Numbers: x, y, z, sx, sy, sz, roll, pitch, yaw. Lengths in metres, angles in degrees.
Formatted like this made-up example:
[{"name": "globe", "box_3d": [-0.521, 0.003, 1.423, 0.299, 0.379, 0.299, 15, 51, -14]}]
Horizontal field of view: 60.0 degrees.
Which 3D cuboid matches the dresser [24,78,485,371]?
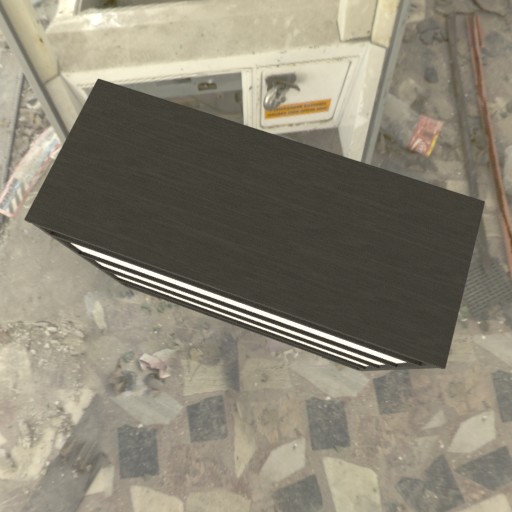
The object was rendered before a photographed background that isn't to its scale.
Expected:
[{"name": "dresser", "box_3d": [0.000, 0.000, 1.422, 0.994, 0.816, 0.404, 19, 76, 5]}]
